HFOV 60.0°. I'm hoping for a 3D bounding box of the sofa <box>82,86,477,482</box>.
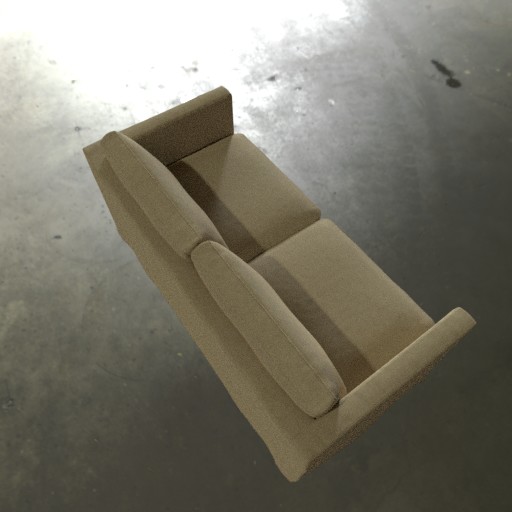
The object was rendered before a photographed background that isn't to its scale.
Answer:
[{"bbox_3d":[0.000,0.000,2.357,0.962,0.835,1.959,-31,63,-18],"label":"sofa"}]
